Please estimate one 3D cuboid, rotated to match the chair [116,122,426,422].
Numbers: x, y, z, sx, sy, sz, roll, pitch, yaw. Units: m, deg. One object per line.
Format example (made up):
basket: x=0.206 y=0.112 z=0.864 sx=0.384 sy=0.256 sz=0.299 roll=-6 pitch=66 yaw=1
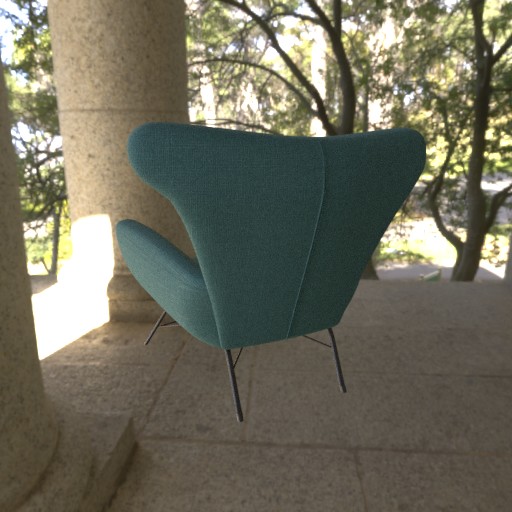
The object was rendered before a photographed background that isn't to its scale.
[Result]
chair: x=0.000 y=0.000 z=1.762 sx=1.050 sy=0.980 sz=0.900 roll=-7 pitch=16 yaw=-25
